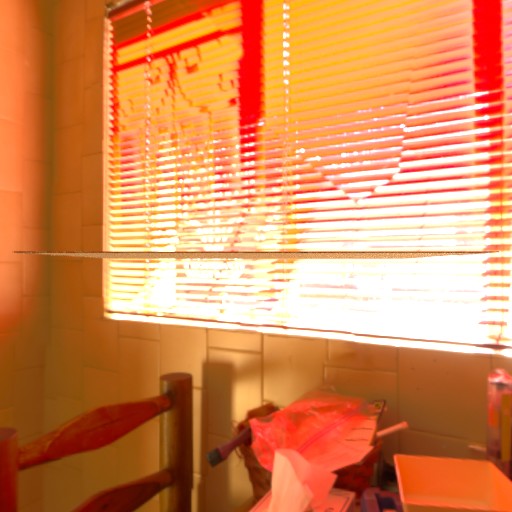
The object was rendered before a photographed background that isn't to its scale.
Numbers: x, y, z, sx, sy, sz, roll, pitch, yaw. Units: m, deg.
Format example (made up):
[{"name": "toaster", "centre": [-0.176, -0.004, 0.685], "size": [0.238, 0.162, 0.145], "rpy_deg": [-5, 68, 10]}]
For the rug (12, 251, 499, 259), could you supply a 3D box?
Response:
[{"name": "rug", "centre": [0.000, 0.000, 2.958], "size": [2.428, 0.010, 1.533], "rpy_deg": [0, -1, 1]}]
